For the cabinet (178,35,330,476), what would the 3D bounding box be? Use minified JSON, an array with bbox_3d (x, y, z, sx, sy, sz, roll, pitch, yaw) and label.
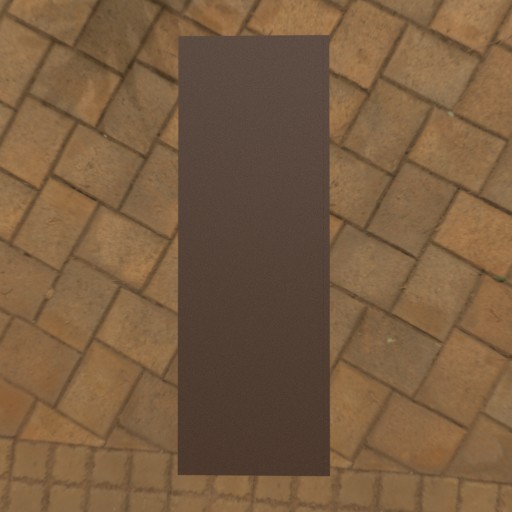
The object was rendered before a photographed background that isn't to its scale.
[{"bbox_3d":[0.000,0.000,1.863,0.482,0.914,1.396,0,89,1],"label":"cabinet"}]
